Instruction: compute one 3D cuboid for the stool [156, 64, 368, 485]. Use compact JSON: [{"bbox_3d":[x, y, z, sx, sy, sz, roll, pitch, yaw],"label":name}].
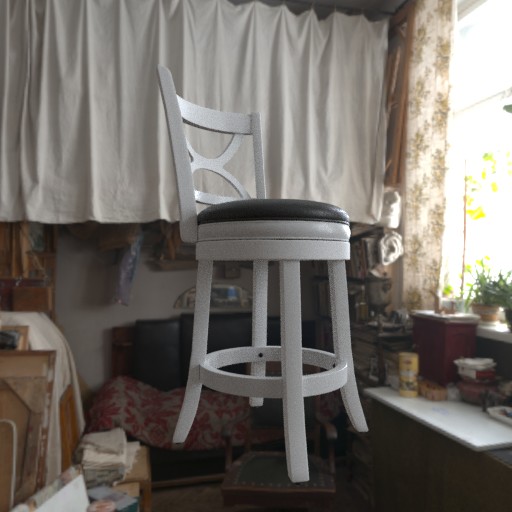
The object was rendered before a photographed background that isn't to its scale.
[{"bbox_3d":[0.000,0.000,1.197,0.508,0.953,0.444,0,-1,35],"label":"stool"}]
